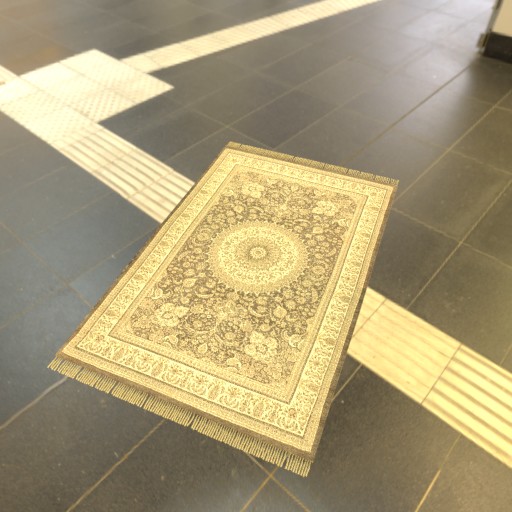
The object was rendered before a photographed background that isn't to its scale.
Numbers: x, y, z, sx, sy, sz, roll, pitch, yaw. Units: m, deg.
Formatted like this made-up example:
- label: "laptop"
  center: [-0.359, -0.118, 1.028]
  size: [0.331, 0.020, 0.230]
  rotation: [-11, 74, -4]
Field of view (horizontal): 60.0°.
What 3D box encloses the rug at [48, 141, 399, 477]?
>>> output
- label: "rug"
  center: [0.000, 0.000, 4.242]
  size: [2.143, 0.015, 3.422]
  rotation: [17, 49, 15]
